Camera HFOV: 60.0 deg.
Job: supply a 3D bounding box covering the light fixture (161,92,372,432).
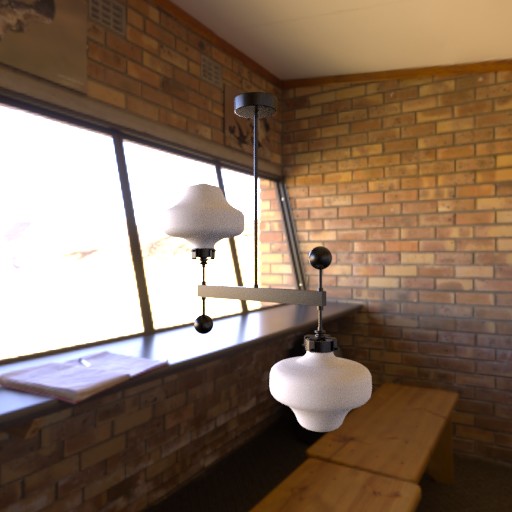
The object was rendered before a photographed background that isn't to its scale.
[{"bbox_3d":[0.000,0.000,1.053,0.489,0.743,0.422,0,0,0],"label":"light fixture"}]
